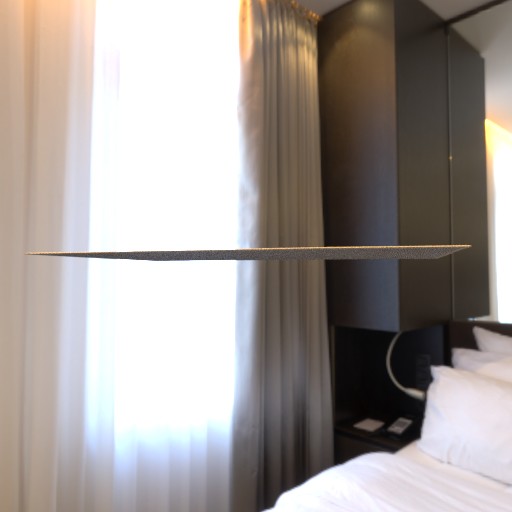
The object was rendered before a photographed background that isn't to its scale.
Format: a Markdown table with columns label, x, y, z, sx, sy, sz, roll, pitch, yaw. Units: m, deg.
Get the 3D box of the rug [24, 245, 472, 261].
| label | x | y | z | sx | sy | sz | roll | pitch | yaw |
| --- | --- | --- | --- | --- | --- | --- | --- | --- | --- |
| rug | 0.000 | 0.000 | 3.009 | 2.435 | 0.012 | 1.529 | -1 | -2 | 17 |
